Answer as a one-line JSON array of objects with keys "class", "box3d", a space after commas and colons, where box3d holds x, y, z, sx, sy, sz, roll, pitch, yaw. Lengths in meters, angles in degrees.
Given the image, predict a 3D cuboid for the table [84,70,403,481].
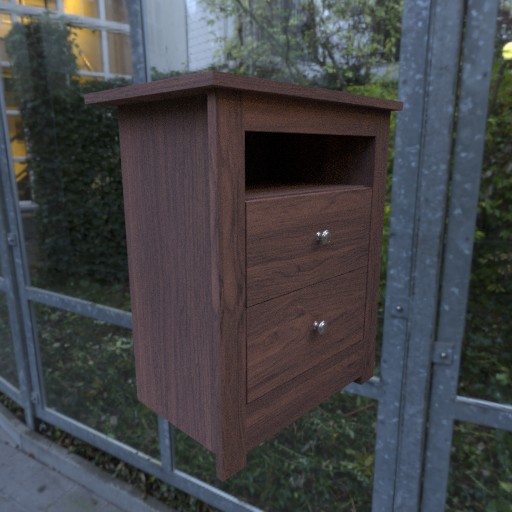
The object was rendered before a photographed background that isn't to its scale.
[{"class": "table", "box3d": [0.000, 0.000, 1.055, 0.406, 0.711, 0.589, 13, 18, 42]}]
